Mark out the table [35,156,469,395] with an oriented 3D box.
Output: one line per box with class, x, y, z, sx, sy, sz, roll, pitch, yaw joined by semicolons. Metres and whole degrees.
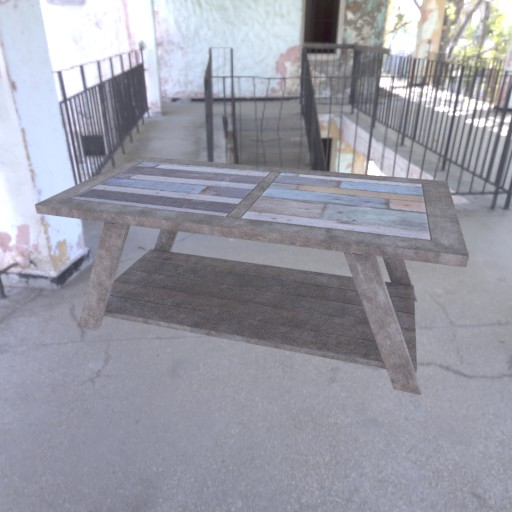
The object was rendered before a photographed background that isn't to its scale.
table;0.000;0.000;1.554;1.219;0.470;0.610;8;28;15
